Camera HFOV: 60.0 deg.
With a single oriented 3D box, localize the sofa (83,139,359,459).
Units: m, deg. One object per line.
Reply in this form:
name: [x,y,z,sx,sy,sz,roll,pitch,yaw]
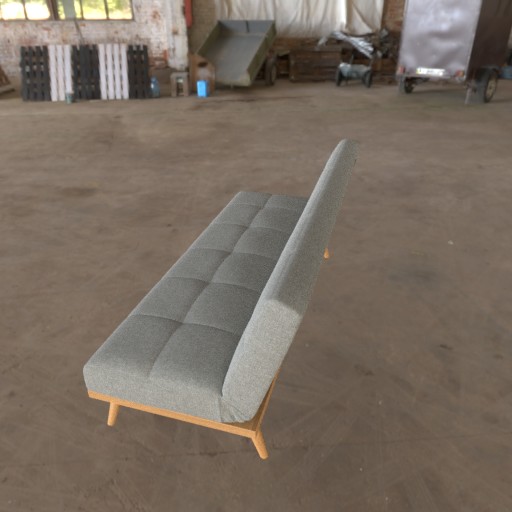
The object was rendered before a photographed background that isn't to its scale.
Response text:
sofa: [0.000,0.000,2.238,0.800,0.800,1.820,8,31,14]
